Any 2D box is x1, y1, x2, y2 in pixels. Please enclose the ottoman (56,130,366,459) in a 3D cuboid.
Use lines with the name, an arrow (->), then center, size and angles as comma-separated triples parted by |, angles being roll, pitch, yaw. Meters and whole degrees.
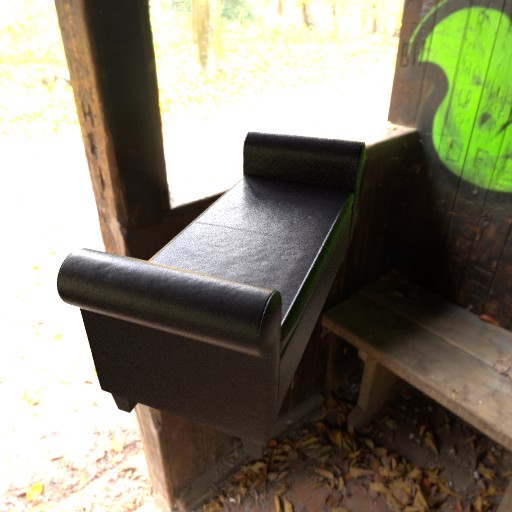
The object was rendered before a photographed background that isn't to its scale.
ottoman -> 0.000, 0.000, 1.552 | 0.521, 0.547, 1.256 | 11, 33, 18
